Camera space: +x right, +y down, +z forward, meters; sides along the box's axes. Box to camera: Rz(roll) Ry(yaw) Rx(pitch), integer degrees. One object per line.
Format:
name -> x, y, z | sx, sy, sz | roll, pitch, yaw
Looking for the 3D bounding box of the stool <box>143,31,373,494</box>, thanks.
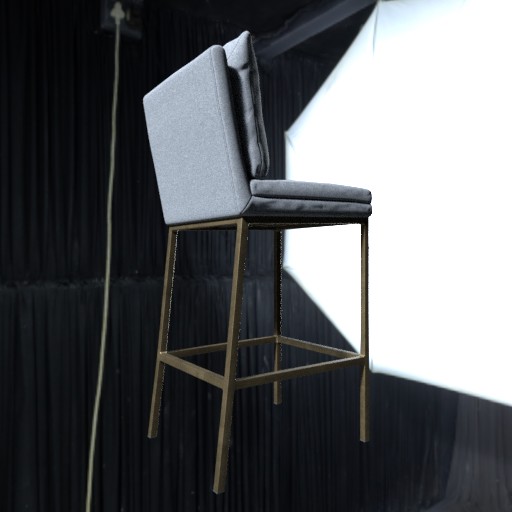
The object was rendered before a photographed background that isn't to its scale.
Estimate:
stool -> 0.000, 0.000, 1.377 | 0.569, 1.130, 0.463 | 0, 0, -36
